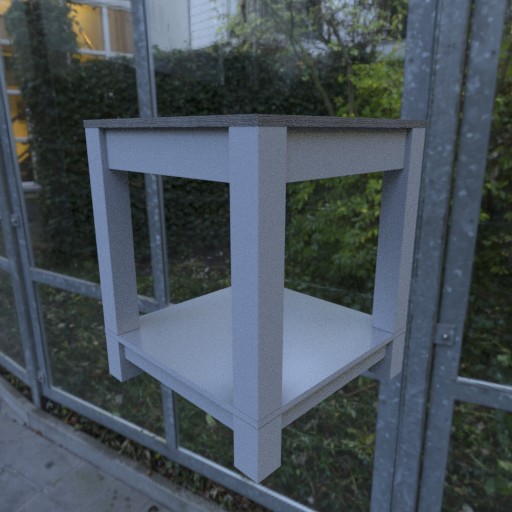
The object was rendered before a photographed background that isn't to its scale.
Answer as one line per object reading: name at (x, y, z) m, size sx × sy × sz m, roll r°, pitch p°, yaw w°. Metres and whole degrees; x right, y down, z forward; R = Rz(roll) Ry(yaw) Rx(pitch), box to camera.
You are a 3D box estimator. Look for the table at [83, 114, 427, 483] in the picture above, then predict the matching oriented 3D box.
table at (0.000, 0.000, 1.001) m, size 0.504 × 0.587 × 0.506 m, roll 15°, pitch 22°, yaw 42°
